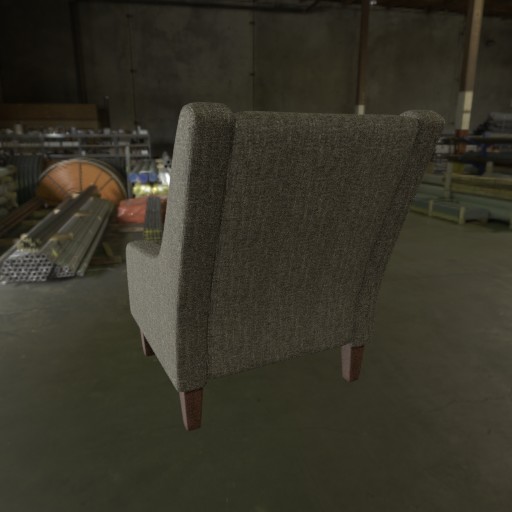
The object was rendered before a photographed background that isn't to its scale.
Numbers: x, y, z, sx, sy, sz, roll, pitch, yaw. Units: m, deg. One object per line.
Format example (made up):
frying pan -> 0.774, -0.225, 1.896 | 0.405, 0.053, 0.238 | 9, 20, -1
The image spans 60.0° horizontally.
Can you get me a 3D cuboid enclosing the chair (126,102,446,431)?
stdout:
chair -> 0.000, 0.000, 1.651 | 0.793, 1.012, 0.944 | -8, 17, -26
